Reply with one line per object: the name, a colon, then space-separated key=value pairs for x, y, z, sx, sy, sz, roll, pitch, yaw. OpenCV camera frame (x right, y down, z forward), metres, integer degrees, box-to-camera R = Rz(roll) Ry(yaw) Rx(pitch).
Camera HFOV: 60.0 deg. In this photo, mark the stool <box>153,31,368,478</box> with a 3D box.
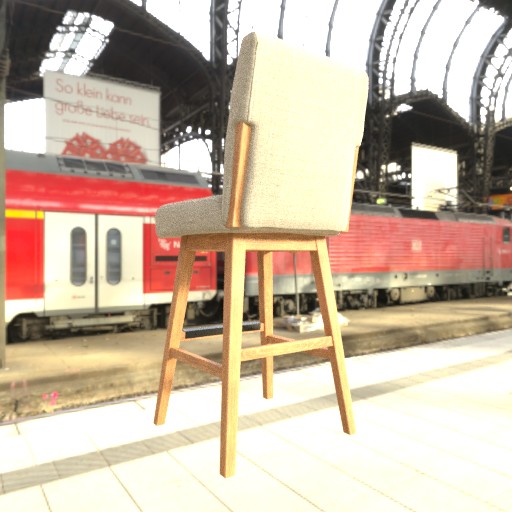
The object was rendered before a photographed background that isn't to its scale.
stool: x=0.000 y=0.000 z=1.404 sx=0.483 sy=1.106 sz=0.569 roll=0 pitch=0 yaw=-36
